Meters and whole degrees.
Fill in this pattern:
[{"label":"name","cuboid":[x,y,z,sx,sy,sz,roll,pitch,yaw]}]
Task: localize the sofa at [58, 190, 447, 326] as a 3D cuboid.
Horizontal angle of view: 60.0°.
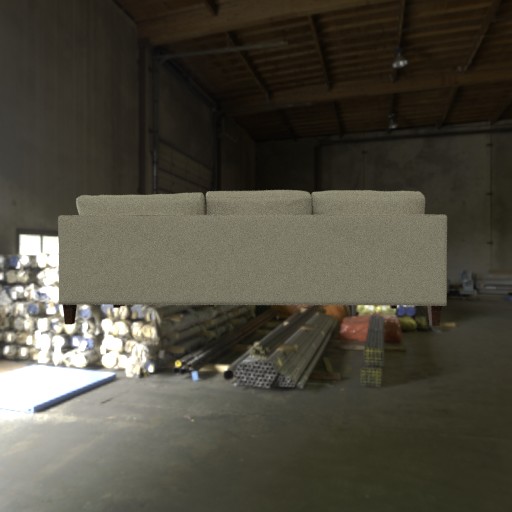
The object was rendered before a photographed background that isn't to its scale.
[{"label":"sofa","cuboid":[0.000,0.000,4.310,2.432,0.863,3.182,0,0,1]}]
